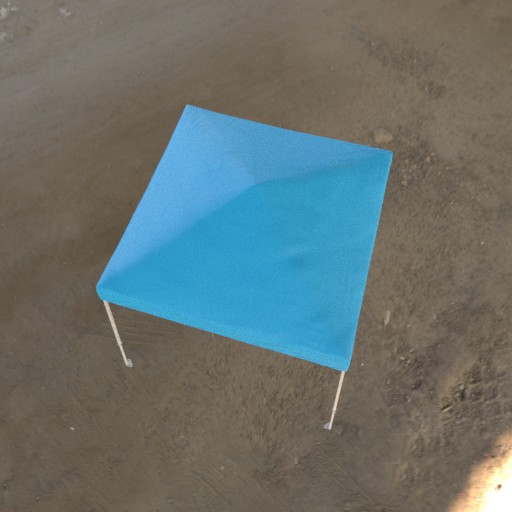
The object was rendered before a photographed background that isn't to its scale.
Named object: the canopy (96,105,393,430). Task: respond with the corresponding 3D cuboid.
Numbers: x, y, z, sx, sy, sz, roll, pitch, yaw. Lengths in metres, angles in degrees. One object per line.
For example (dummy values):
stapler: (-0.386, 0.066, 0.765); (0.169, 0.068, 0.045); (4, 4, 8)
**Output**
canopy: (0.000, 0.000, 6.547); (3.600, 3.600, 3.599); (15, 65, 7)
